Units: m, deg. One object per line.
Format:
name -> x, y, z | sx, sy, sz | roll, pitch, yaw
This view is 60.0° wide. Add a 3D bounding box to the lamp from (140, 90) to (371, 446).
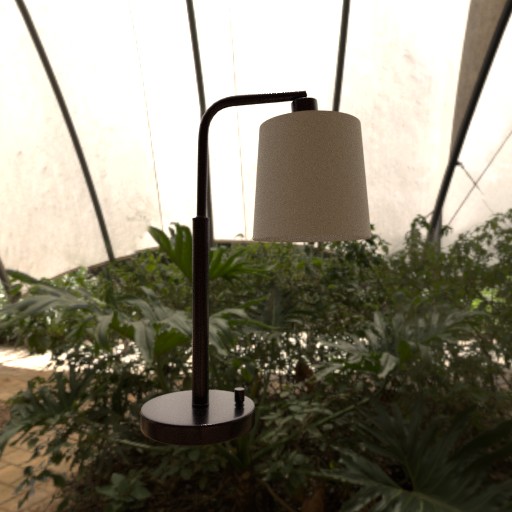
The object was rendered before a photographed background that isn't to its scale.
lamp -> 0.000, 0.000, 0.650 | 0.333, 0.489, 0.171 | 0, -1, 0
